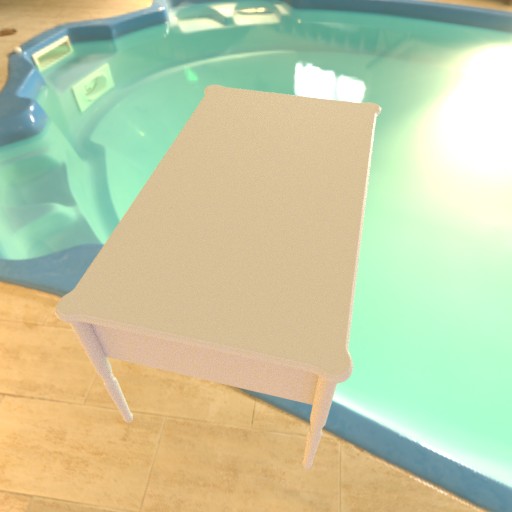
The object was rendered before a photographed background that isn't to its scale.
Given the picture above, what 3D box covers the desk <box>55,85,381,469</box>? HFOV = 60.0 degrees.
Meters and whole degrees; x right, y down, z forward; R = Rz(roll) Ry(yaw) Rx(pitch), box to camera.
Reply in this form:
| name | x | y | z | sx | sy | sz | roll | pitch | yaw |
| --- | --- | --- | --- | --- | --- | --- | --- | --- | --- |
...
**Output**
| name | x | y | z | sx | sy | sz | roll | pitch | yaw |
| --- | --- | --- | --- | --- | --- | --- | --- | --- | --- |
| desk | 0.000 | 0.000 | 1.843 | 0.807 | 0.762 | 1.380 | 10 | 48 | 9 |
